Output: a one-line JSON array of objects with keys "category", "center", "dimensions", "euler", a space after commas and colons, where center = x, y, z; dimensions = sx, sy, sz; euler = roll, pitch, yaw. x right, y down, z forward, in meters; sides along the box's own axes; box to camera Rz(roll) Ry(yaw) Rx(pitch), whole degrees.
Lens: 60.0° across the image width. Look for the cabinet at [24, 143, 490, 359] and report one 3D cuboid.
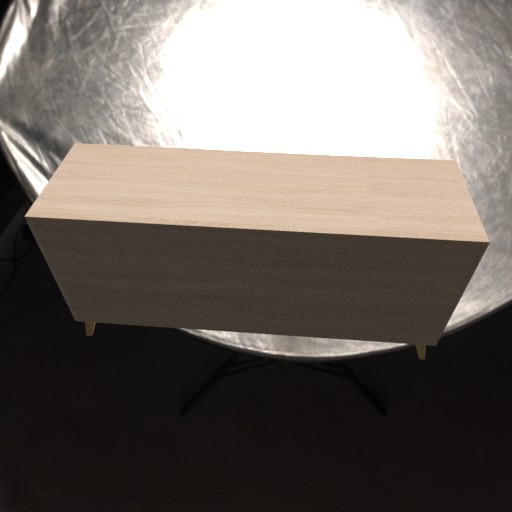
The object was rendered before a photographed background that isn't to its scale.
[{"category": "cabinet", "center": [0.000, 0.000, 2.017], "dimensions": [1.649, 0.780, 0.500], "euler": [3, 46, 3]}]
